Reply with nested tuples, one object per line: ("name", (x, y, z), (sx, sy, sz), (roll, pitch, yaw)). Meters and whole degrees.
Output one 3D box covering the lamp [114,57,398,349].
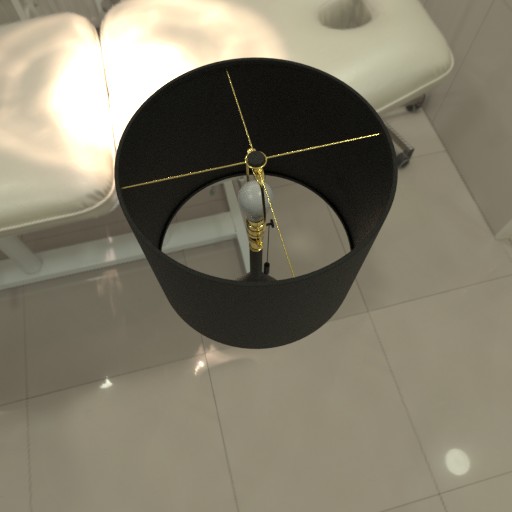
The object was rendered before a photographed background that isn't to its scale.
("lamp", (0.000, 0.000, 0.826), (0.359, 0.584, 0.359), (-13, 65, -6))
